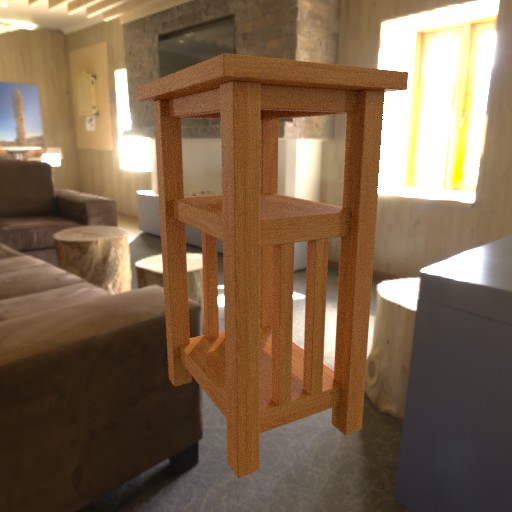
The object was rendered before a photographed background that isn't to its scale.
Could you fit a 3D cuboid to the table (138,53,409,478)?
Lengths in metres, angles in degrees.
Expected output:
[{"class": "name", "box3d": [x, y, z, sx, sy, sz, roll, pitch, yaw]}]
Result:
[{"class": "table", "box3d": [0.000, 0.000, 0.741, 0.270, 0.550, 0.350, -8, 17, -28]}]
